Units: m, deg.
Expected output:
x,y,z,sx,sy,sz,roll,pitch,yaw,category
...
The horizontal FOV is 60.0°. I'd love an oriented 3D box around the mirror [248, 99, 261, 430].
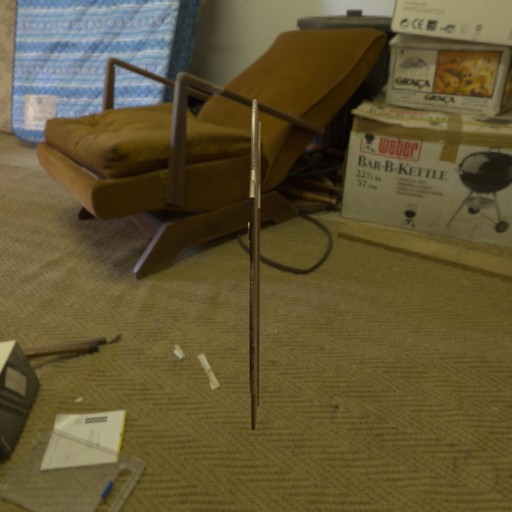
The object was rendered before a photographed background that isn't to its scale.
x,y,z,sx,sy,sz,roll,pitch,yaw,category
0.000,0.000,1.046,0.019,0.686,0.686,0,32,1,mirror
